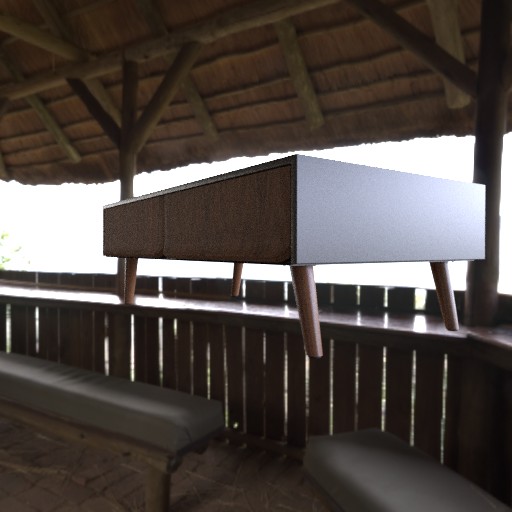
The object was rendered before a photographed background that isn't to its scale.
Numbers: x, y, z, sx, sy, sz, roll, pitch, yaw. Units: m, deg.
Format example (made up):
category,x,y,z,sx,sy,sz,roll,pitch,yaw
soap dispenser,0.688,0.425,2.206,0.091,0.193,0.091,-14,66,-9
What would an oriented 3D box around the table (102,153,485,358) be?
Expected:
category,x,y,z,sx,sy,sz,roll,pitch,yaw
table,0.000,0.000,1.513,0.703,0.404,1.201,-1,1,-36
